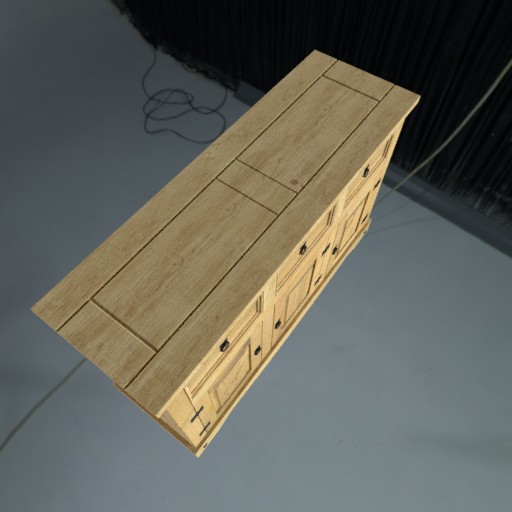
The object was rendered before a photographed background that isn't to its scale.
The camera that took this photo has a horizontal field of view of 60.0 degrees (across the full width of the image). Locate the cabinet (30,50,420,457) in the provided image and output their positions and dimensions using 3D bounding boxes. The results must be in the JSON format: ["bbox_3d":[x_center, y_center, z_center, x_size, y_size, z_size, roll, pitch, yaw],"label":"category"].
[{"bbox_3d":[0.000,0.000,1.668,0.432,0.810,1.321,33,64,18],"label":"cabinet"}]
